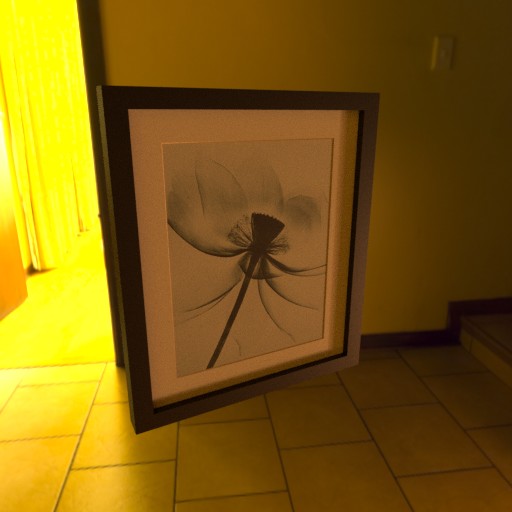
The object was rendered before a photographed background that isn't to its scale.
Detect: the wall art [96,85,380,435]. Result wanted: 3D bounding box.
[{"bbox_3d":[0.000,0.000,0.543,0.330,0.381,0.029,-9,20,-26],"label":"wall art"}]
